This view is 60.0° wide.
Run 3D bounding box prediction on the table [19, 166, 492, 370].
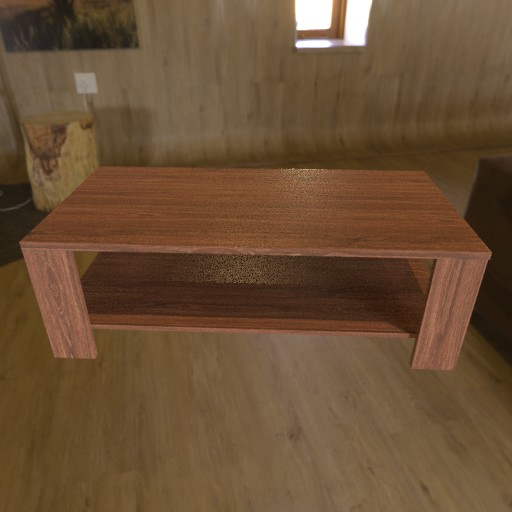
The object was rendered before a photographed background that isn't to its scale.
[{"bbox_3d":[0.000,0.000,1.483,1.200,0.400,0.600,1,30,2],"label":"table"}]
